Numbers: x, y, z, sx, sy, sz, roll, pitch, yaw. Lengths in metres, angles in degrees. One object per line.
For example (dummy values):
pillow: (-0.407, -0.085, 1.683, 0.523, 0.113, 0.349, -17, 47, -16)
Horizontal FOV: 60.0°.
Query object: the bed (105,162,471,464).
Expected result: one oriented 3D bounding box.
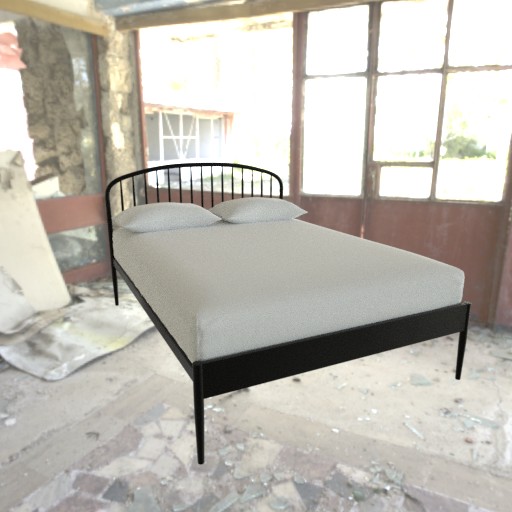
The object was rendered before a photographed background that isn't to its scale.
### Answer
bed: (0.000, 0.000, 3.015, 1.618, 1.166, 2.159, -7, 16, -25)
